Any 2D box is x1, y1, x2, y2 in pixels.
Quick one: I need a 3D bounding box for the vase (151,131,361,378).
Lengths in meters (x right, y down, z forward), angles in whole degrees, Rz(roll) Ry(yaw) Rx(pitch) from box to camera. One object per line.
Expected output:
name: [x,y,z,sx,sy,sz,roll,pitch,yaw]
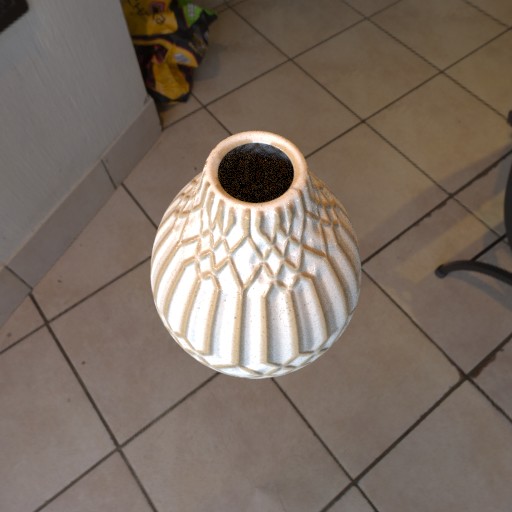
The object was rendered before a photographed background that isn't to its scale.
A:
vase: [0.000,0.000,0.320,0.159,0.200,0.159,0,62,0]
